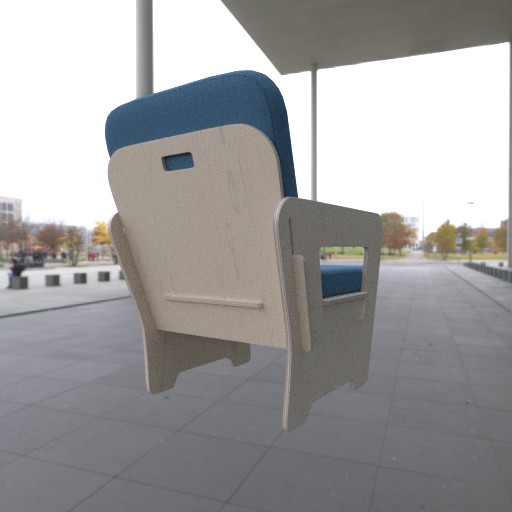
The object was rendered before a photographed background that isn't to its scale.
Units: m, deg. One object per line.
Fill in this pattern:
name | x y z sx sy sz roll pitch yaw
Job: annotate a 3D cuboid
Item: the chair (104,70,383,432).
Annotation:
chair | 0.000 0.000 1.214 0.547 0.747 0.657 0 1 35
